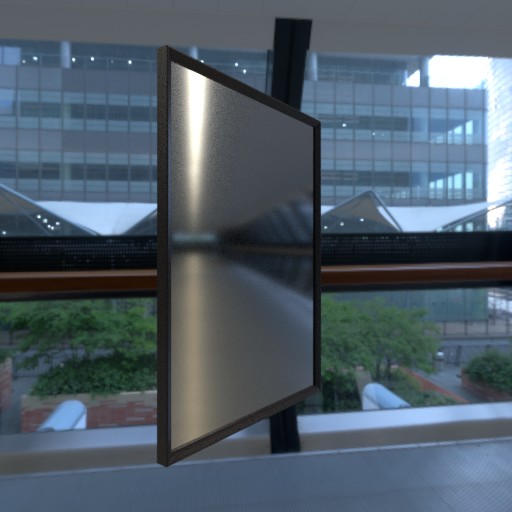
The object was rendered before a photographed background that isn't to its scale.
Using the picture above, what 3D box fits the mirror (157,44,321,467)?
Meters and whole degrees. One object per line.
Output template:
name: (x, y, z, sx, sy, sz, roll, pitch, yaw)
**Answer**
mirror: (0.000, 0.000, 1.380, 0.041, 1.016, 0.762, 0, 0, 37)
